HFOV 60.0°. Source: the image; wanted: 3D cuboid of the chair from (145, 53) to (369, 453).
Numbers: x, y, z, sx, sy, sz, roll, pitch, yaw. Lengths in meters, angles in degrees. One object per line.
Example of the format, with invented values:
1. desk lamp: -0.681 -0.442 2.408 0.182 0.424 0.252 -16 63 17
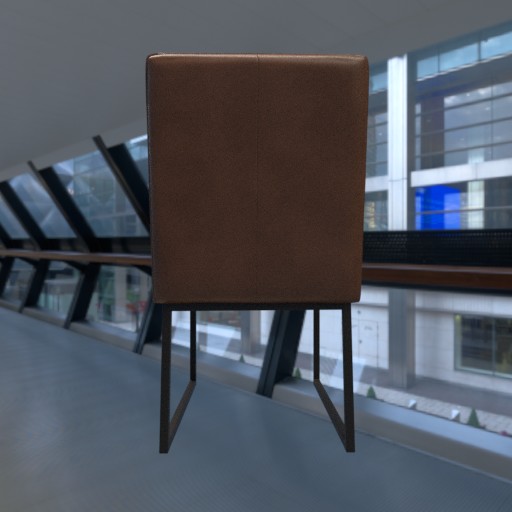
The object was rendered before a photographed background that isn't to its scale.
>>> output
1. chair: 0.000 0.000 1.301 0.520 0.930 0.634 0 0 -1
